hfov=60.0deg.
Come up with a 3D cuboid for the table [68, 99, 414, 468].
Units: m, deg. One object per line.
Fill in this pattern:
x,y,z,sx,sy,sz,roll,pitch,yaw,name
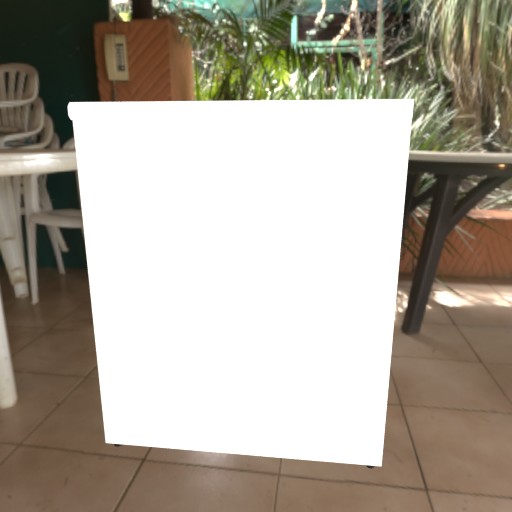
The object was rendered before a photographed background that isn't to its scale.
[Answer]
0.000,0.000,0.740,0.380,0.460,0.420,2,15,7,table
